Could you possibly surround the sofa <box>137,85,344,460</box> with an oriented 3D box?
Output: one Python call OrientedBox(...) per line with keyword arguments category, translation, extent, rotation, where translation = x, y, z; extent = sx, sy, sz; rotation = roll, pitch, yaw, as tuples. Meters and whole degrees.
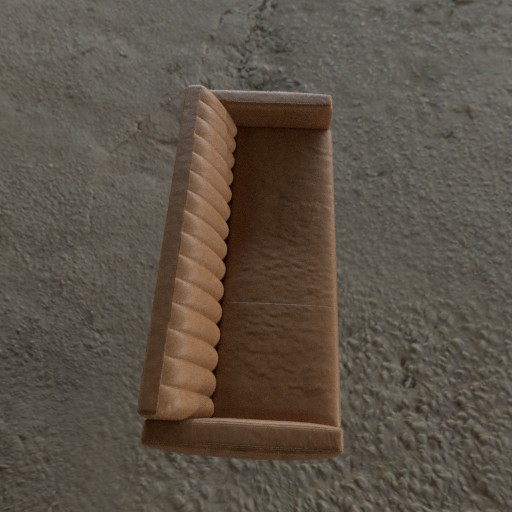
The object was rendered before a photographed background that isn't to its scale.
OrientedBox(category="sofa", translation=(0.000, 0.000, 2.748), extent=(0.990, 0.821, 2.291), rotation=(3, 65, 1))
